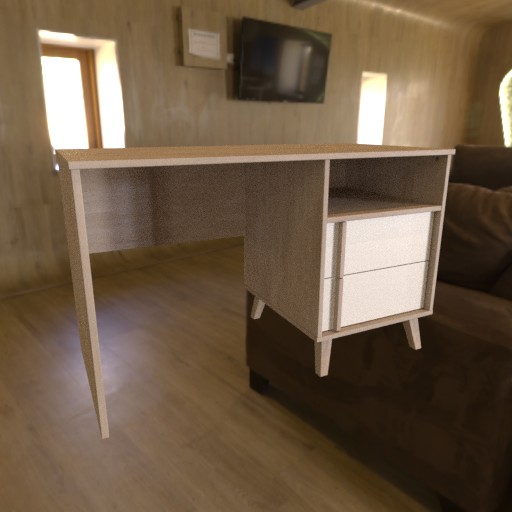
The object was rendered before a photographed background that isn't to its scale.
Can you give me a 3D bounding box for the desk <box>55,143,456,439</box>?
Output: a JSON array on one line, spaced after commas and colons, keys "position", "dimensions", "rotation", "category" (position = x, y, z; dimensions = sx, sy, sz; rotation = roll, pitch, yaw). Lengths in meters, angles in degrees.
[{"position": [0.000, 0.000, 1.642], "dimensions": [1.251, 0.770, 0.600], "rotation": [-8, 18, -25], "category": "desk"}]
